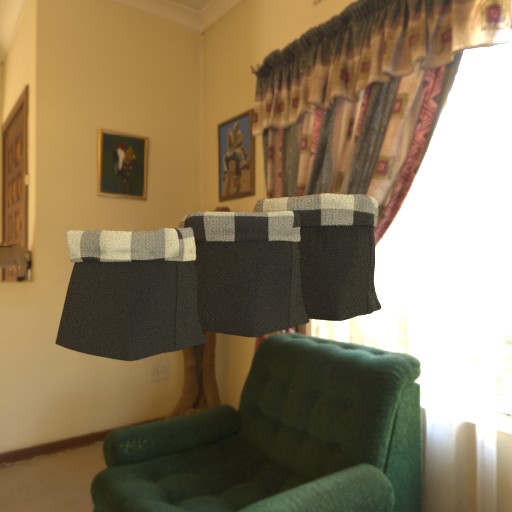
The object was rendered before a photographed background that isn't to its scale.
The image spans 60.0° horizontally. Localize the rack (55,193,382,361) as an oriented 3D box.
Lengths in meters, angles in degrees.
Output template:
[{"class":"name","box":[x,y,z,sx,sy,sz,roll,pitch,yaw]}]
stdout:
[{"class":"rack","box":[0.000,0.000,1.065,0.370,0.329,0.889,0,-1,37]}]
